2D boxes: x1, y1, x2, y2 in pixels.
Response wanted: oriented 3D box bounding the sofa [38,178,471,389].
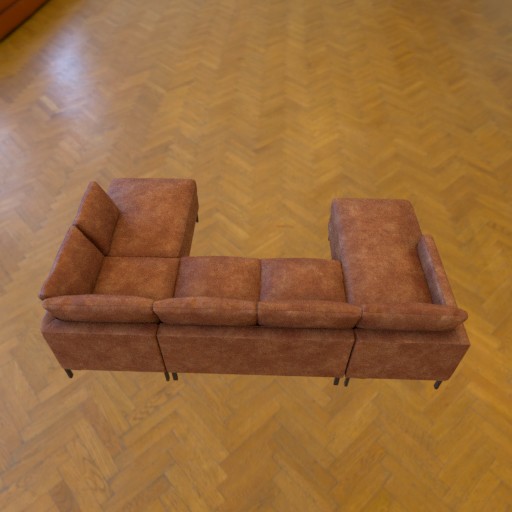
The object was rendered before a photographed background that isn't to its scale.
[{"bbox_3d":[0.000,0.000,3.783,2.956,0.900,1.939,1,46,1],"label":"sofa"}]
